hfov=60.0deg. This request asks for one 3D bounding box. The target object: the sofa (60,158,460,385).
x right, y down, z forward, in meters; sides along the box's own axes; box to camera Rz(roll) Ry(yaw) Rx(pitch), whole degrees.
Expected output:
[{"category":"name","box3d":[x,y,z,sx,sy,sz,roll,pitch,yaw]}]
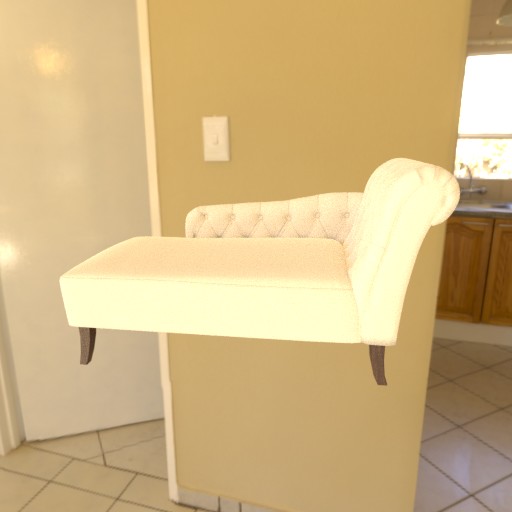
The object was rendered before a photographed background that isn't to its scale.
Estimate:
[{"category":"sofa","box3d":[0.000,0.000,1.842,1.379,0.787,0.675,2,15,8]}]
